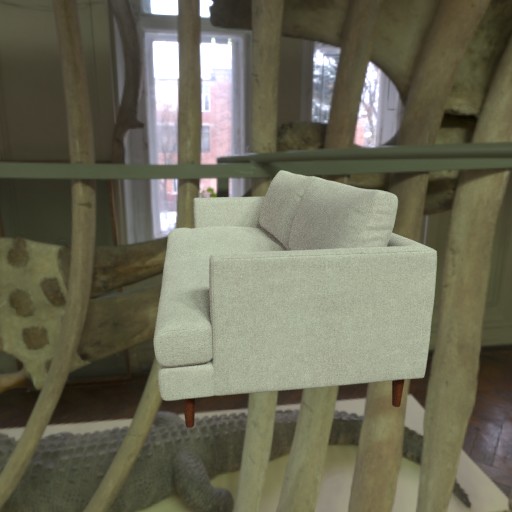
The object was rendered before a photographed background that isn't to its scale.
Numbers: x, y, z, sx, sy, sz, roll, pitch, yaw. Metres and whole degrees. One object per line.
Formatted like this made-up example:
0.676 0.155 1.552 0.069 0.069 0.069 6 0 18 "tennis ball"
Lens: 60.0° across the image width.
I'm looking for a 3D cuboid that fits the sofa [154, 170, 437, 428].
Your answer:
0.000 0.000 2.481 1.020 0.868 1.948 -2 14 -9 "sofa"
